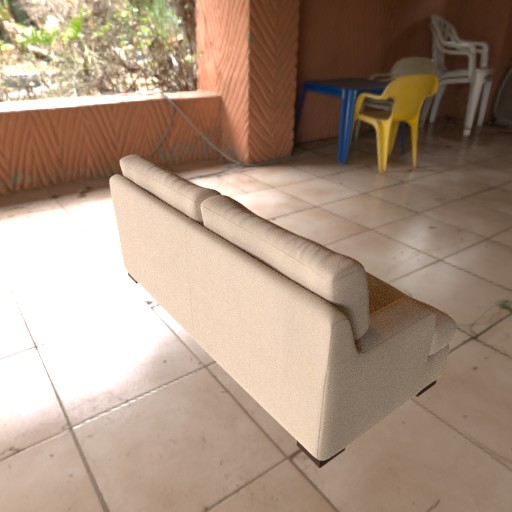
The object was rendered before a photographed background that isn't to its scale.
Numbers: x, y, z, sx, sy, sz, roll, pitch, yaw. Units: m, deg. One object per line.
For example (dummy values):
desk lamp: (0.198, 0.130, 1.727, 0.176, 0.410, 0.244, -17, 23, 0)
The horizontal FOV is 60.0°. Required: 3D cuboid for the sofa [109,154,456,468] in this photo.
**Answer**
sofa: (0.000, 0.000, 2.647, 0.929, 0.925, 2.147, -19, 33, -32)
